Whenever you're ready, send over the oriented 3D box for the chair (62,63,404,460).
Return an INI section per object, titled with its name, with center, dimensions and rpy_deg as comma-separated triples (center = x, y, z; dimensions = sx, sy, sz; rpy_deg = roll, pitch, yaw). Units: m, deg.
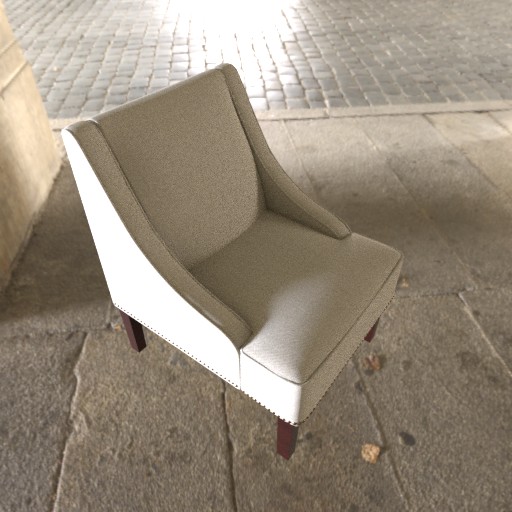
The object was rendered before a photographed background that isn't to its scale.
[chair]
center = 0.000, 0.000, 1.373
dimensions = 0.748, 0.872, 0.628
rpy_deg = 26, 47, 27
